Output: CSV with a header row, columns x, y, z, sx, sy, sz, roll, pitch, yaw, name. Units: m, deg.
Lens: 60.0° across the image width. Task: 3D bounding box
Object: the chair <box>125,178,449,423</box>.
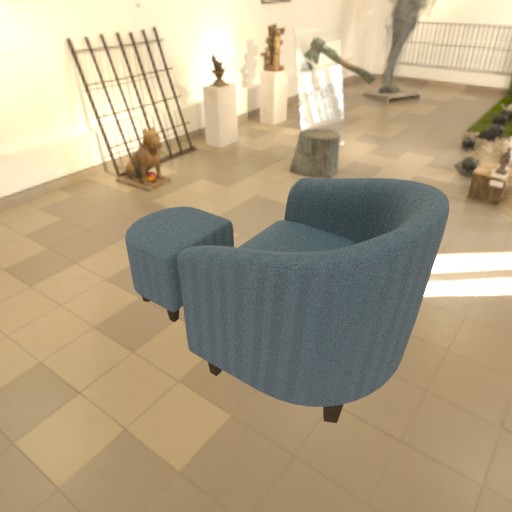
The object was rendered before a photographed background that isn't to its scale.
x,y,z,sx,sy,sz,roll,pitch,yaw,name
0.000,0.000,1.733,1.288,0.757,0.756,21,38,30,chair
